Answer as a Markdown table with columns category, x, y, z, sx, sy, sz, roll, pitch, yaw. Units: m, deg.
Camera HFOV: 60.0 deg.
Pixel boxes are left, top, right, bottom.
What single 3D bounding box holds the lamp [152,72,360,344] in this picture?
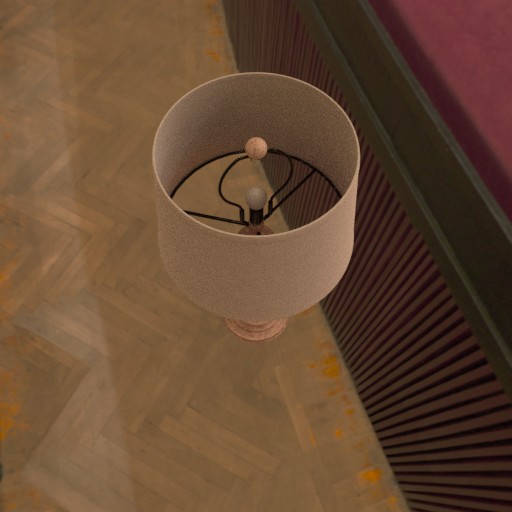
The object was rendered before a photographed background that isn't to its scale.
| category | x | y | z | sx | sy | sz | roll | pitch | yaw |
| --- | --- | --- | --- | --- | --- | --- | --- | --- | --- |
| lamp | 0.000 | 0.000 | 0.875 | 0.340 | 0.678 | 0.340 | 0 | 64 | 0 |
